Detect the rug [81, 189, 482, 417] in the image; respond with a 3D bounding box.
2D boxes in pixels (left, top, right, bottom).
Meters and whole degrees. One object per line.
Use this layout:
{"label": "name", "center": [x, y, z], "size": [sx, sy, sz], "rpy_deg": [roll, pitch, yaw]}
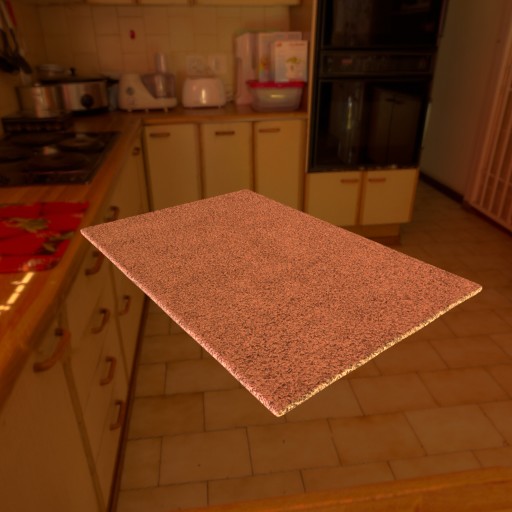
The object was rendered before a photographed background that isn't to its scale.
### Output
{"label": "rug", "center": [0.000, 0.000, 2.294], "size": [1.219, 0.030, 1.778], "rpy_deg": [-19, 32, -33]}
